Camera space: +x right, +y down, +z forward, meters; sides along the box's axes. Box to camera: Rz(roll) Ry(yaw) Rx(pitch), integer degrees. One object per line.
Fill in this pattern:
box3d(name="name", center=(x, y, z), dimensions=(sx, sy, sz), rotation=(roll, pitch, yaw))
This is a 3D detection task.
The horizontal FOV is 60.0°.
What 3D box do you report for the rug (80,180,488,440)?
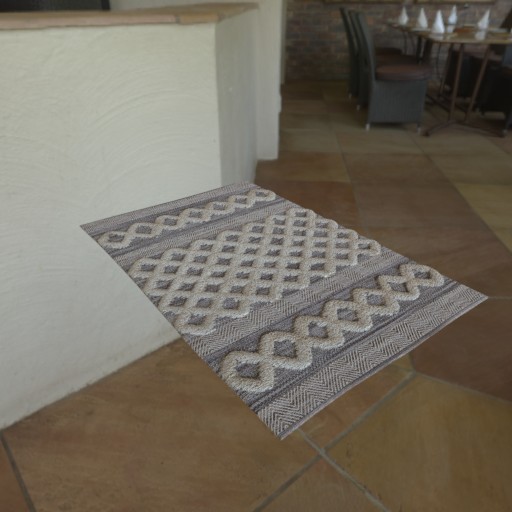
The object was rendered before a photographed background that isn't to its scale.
box3d(name="rug", center=(0.000, 0.000, 2.280), dimensions=(1.222, 0.030, 1.823), rotation=(-21, 37, -32))
